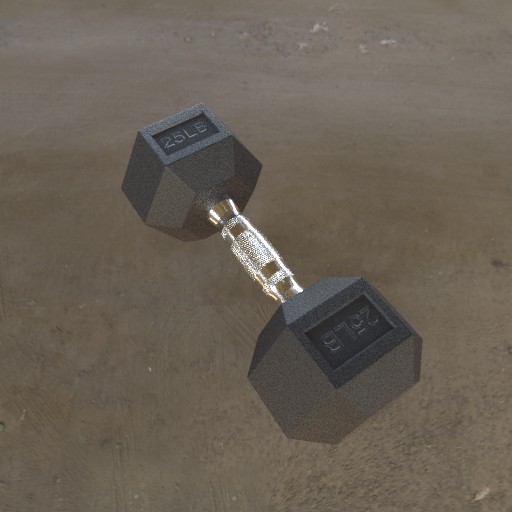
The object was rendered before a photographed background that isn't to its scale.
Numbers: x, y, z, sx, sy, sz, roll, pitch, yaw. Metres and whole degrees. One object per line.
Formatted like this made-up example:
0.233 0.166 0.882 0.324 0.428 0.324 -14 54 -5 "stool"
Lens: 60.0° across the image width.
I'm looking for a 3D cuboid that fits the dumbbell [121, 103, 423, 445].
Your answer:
0.000 0.000 0.384 0.129 0.113 0.315 -30 63 -17 "dumbbell"
